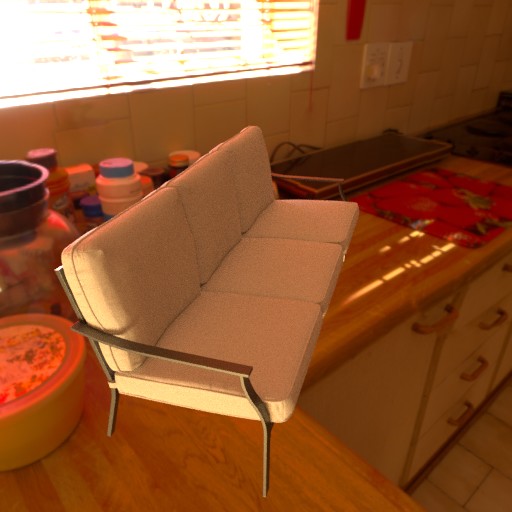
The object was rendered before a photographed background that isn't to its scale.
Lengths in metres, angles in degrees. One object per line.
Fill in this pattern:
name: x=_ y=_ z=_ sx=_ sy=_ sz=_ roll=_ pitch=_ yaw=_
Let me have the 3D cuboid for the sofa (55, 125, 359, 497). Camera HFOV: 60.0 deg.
sofa: x=0.000 y=0.000 z=2.126 sx=0.787 sy=0.860 sz=1.740 roll=10 pitch=31 yaw=16
